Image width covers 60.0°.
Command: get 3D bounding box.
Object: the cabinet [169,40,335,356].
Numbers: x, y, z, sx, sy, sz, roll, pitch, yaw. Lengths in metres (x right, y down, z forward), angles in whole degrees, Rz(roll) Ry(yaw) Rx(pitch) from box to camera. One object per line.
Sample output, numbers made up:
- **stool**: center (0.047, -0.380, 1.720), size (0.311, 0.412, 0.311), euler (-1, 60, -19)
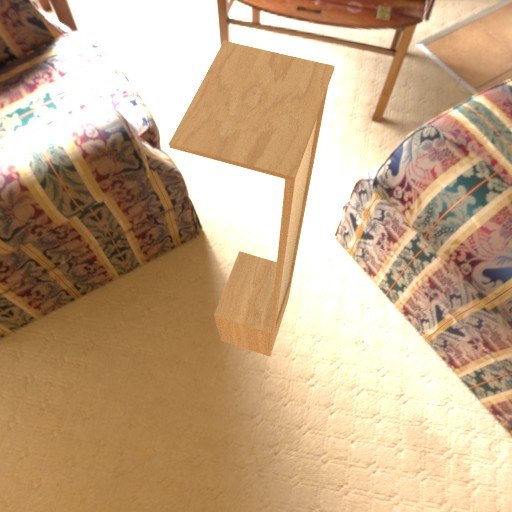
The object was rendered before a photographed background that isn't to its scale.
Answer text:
- **cabinet**: center (0.000, 0.000, 2.043), size (0.338, 1.879, 0.411), euler (17, 65, 8)
